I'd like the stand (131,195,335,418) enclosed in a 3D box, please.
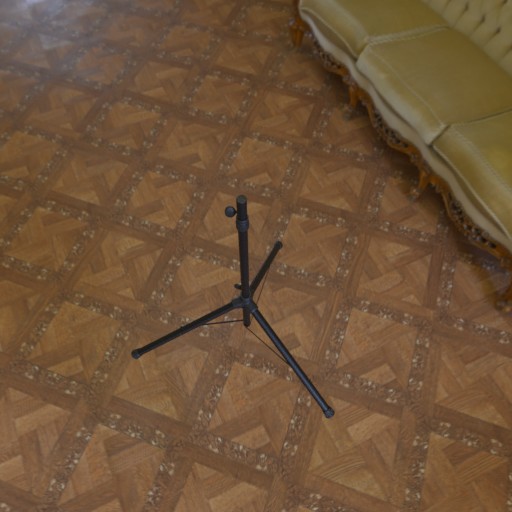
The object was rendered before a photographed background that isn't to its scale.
[{"bbox_3d":[0.000,0.000,1.920,1.045,1.136,0.907,16,59,10],"label":"stand"}]
